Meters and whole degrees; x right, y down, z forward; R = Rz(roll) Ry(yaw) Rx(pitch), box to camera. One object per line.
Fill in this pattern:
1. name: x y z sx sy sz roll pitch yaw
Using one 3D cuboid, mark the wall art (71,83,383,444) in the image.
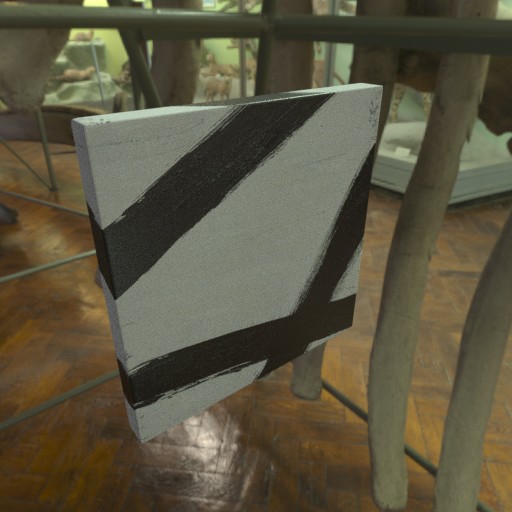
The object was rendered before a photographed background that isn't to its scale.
1. wall art: 0.000 0.000 0.749 0.507 0.508 0.050 -20 34 -33
